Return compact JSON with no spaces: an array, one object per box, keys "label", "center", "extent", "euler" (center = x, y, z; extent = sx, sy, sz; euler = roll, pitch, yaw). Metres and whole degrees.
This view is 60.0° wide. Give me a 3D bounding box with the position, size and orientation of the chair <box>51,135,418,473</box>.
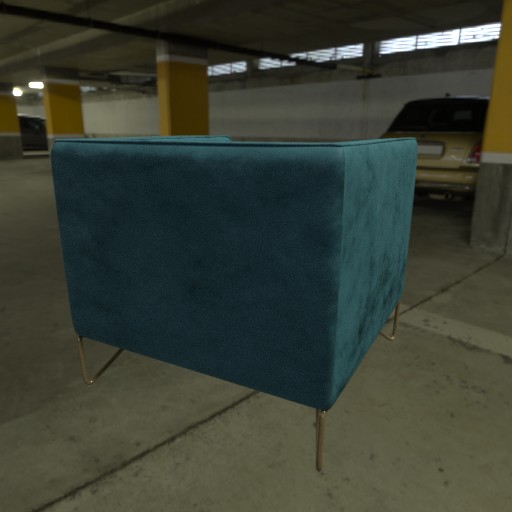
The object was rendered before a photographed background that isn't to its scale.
[{"label":"chair","center":[0.000,0.000,1.520],"extent":[0.880,0.790,0.894],"euler":[9,18,27]}]
